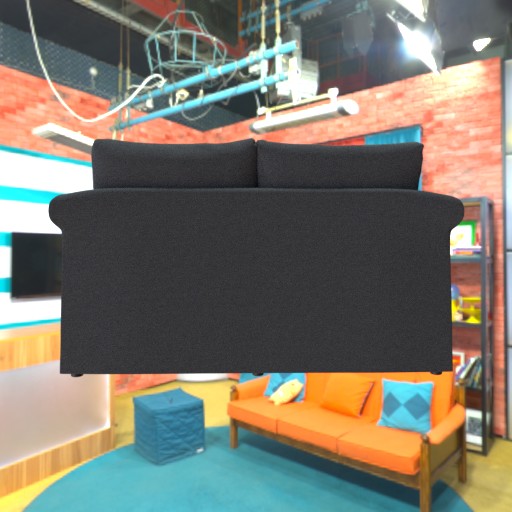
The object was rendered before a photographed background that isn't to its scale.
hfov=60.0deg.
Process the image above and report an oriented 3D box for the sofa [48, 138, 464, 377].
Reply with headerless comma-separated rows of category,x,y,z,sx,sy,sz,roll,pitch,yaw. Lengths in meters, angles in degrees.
sofa,0.000,0.000,1.918,1.460,0.872,0.741,0,-1,-1
